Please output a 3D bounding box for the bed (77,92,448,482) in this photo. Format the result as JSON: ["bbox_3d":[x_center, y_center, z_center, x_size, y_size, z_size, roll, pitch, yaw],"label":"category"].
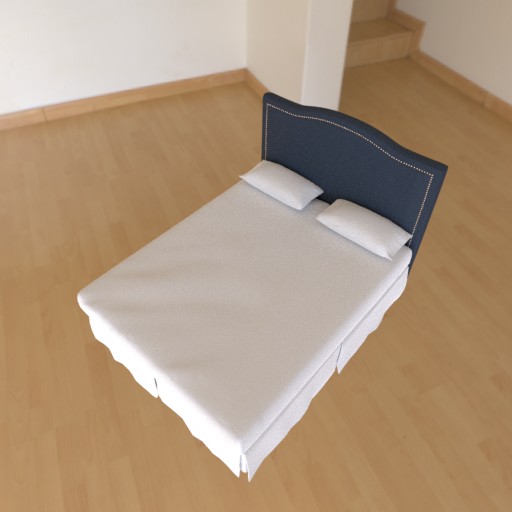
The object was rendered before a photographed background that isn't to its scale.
[{"bbox_3d":[0.000,0.000,3.434,1.821,1.436,2.282,33,55,27],"label":"bed"}]
